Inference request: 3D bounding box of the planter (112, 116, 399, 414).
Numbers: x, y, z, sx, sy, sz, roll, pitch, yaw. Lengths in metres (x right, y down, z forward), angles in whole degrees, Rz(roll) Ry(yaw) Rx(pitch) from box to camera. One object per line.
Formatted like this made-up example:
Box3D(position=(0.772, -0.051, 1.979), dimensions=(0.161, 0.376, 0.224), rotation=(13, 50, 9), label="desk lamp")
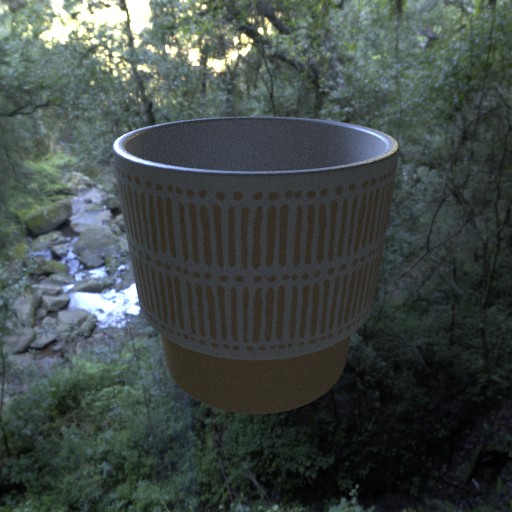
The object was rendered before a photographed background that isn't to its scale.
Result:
Box3D(position=(0.000, 0.000, 0.573), dimensions=(0.317, 0.303, 0.317), rotation=(0, 26, 0), label="planter")
